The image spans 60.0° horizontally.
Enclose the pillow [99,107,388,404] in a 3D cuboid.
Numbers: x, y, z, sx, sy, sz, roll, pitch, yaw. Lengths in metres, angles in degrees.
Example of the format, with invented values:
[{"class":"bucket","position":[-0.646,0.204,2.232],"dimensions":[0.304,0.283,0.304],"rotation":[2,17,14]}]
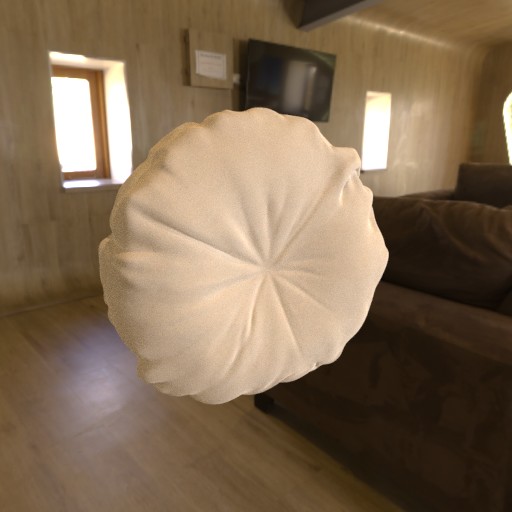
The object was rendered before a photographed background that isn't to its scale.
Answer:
[{"class":"pillow","position":[0.000,0.000,0.641],"dimensions":[0.428,0.407,0.148],"rotation":[-7,16,-25]}]
